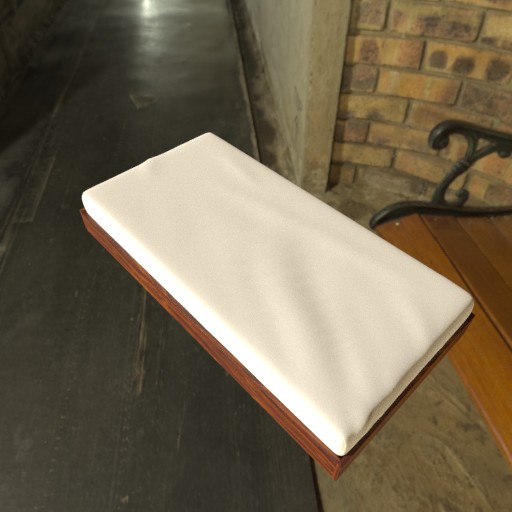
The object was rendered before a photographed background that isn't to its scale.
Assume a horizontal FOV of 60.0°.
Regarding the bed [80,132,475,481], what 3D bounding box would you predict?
[{"bbox_3d":[0.000,0.000,2.214,0.940,0.312,1.860,-35,56,-28],"label":"bed"}]
